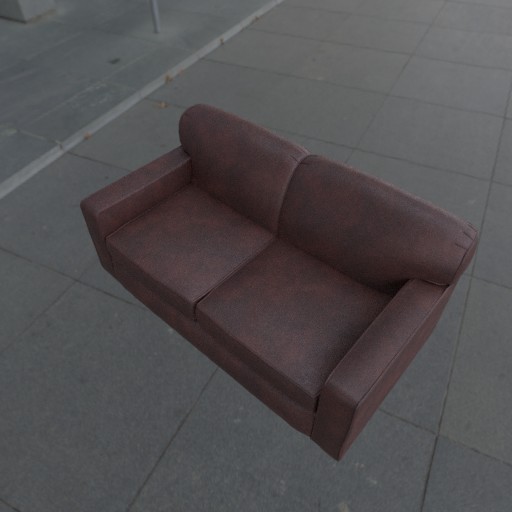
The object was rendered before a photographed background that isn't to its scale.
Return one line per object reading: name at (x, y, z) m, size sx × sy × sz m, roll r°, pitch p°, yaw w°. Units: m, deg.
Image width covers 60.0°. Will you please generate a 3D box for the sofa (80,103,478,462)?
sofa at (0.000, 0.000, 2.410) m, size 1.856 × 0.966 × 1.000 m, roll 32°, pitch 54°, yaw 27°
